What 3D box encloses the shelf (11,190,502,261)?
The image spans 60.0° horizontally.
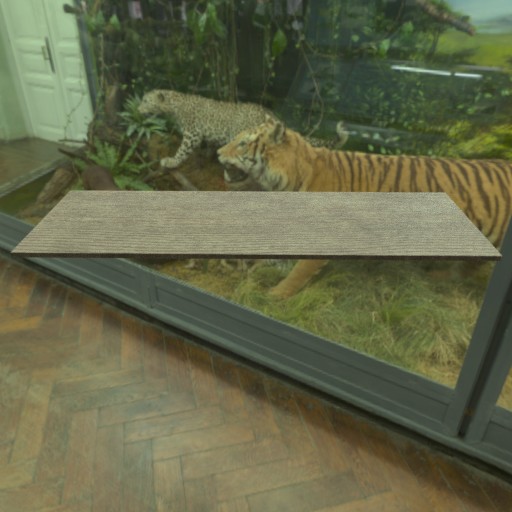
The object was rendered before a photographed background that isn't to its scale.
[{"bbox_3d":[0.000,0.000,0.667,0.610,0.125,0.200,0,31,1],"label":"shelf"}]
